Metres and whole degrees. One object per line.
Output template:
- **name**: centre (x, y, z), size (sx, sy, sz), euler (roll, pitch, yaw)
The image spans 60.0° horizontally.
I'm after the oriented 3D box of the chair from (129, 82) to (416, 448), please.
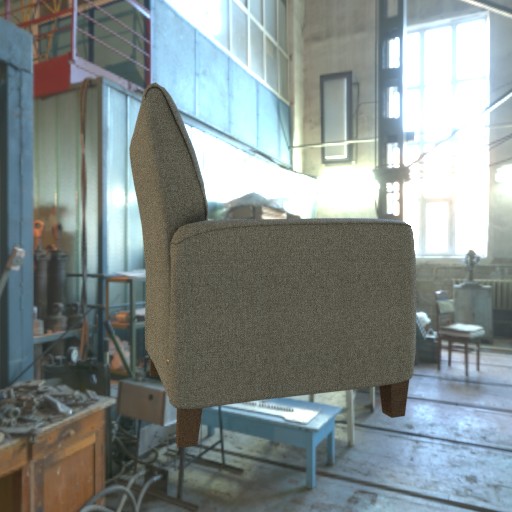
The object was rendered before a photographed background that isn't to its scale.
- **chair**: centre (0.000, 0.000, 1.632), size (0.864, 1.014, 0.848), euler (0, 0, -19)
